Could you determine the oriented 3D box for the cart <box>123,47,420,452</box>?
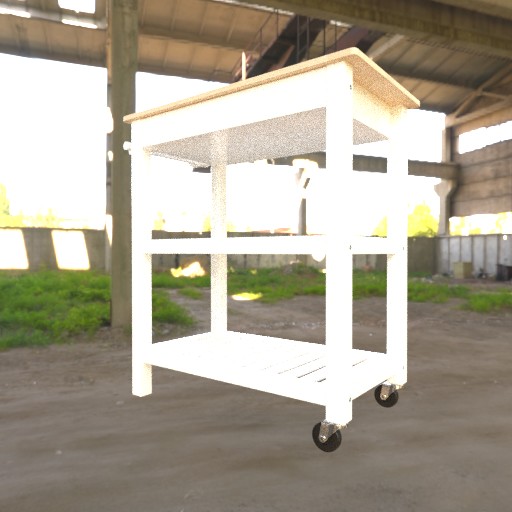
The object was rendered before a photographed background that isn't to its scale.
[{"bbox_3d":[0.000,0.000,1.428,0.899,0.927,0.457,0,1,37],"label":"cart"}]
